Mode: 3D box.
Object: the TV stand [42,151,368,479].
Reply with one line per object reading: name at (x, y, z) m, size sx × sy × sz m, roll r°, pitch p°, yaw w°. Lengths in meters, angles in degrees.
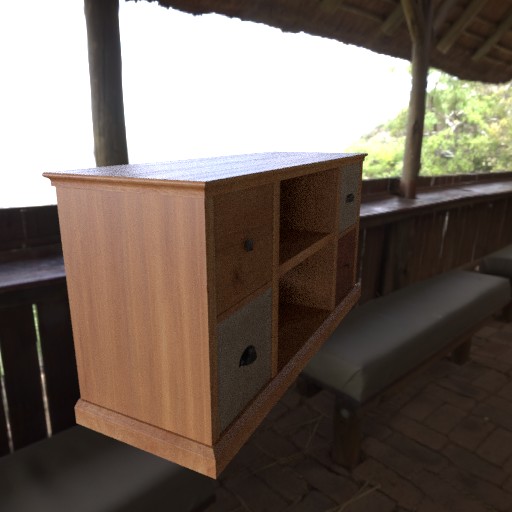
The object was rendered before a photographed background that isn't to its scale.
TV stand at (0.000, 0.000, 1.429) m, size 0.417 × 0.607 × 1.181 m, roll 8°, pitch 17°, yaw 26°
